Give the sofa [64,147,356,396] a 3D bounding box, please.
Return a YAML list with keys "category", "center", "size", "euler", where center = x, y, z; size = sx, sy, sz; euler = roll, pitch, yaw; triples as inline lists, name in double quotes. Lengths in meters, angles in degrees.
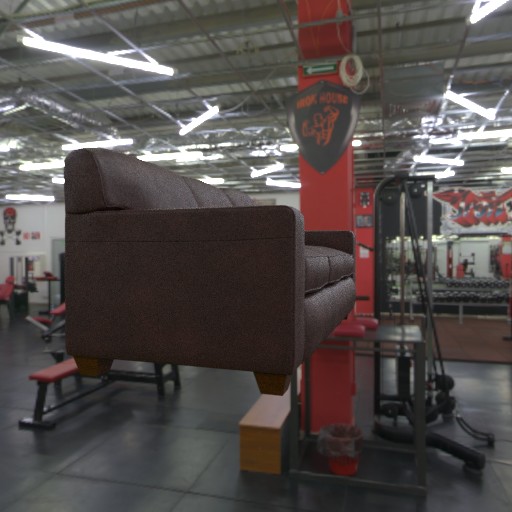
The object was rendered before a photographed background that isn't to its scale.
- category: "sofa"
  center: [0.000, 0.000, 2.571]
  size: [1.008, 0.953, 2.039]
  euler: [0, 0, 18]
